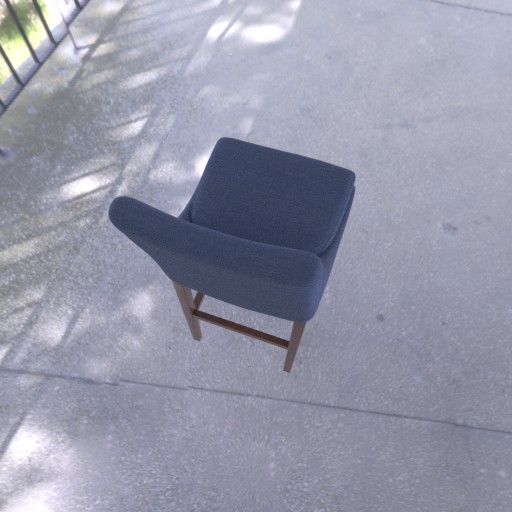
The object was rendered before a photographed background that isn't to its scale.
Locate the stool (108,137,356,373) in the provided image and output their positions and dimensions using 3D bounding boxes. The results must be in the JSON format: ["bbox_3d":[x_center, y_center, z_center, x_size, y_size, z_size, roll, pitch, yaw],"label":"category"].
[{"bbox_3d":[0.000,0.000,1.381,0.470,1.078,0.577,17,64,9],"label":"stool"}]
